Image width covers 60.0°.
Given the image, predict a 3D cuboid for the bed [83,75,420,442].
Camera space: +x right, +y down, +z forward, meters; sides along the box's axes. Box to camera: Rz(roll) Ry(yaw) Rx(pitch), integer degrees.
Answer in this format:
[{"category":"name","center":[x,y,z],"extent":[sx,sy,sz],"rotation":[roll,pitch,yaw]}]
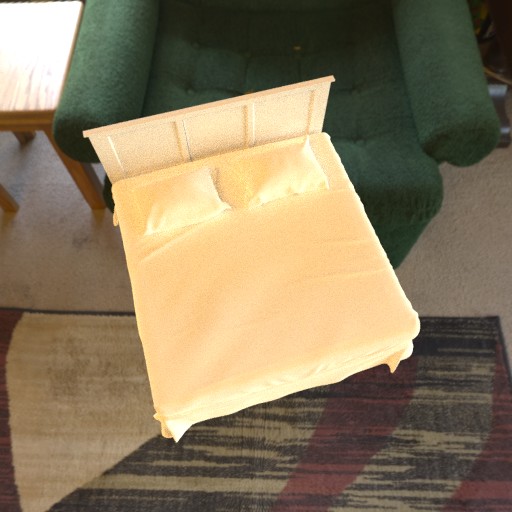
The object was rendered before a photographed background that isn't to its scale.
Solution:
[{"category":"bed","center":[0.000,0.000,3.561],"extent":[2.317,1.273,2.215],"rotation":[-15,65,-7]}]
